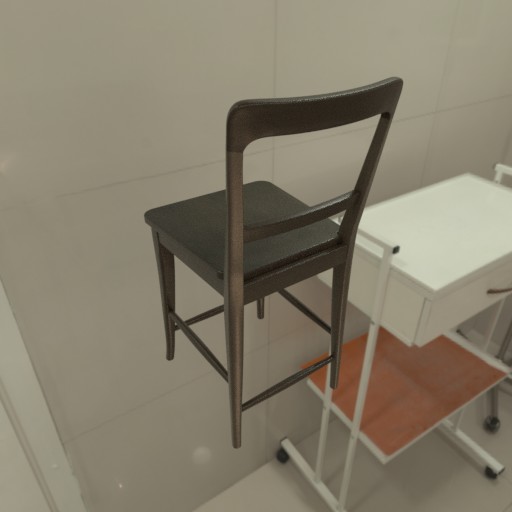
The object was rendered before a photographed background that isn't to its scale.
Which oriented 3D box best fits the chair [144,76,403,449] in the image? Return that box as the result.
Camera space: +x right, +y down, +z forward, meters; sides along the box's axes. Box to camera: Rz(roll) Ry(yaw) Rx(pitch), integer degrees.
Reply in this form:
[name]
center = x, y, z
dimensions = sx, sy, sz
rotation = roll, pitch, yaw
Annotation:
[chair]
center = 0.000, 0.000, 1.263
dimensions = 0.450, 0.991, 0.546
rotation = -20, 37, -29
